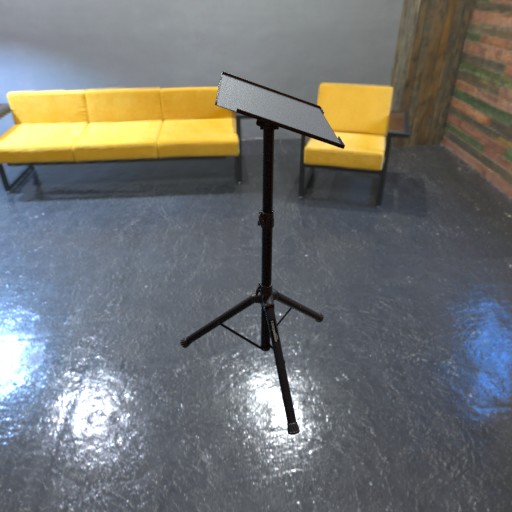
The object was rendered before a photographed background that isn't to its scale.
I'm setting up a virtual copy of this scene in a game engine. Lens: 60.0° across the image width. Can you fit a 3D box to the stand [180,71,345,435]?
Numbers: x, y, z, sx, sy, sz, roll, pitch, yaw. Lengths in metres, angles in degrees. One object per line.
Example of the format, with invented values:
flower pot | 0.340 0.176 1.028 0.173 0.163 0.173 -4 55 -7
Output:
stand | 0.000 0.000 1.651 0.702 1.198 0.702 -1 32 -1
